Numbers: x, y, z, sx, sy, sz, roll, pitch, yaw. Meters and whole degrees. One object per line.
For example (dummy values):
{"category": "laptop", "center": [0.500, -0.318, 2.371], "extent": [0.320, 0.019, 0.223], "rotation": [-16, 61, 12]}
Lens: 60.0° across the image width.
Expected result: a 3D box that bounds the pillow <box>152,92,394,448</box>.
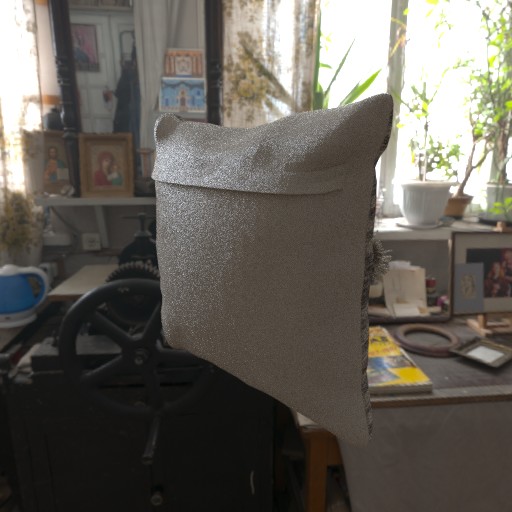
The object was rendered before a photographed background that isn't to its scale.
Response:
{"category": "pillow", "center": [0.000, 0.000, 0.755], "extent": [0.234, 0.490, 0.484], "rotation": [-14, 20, -43]}
